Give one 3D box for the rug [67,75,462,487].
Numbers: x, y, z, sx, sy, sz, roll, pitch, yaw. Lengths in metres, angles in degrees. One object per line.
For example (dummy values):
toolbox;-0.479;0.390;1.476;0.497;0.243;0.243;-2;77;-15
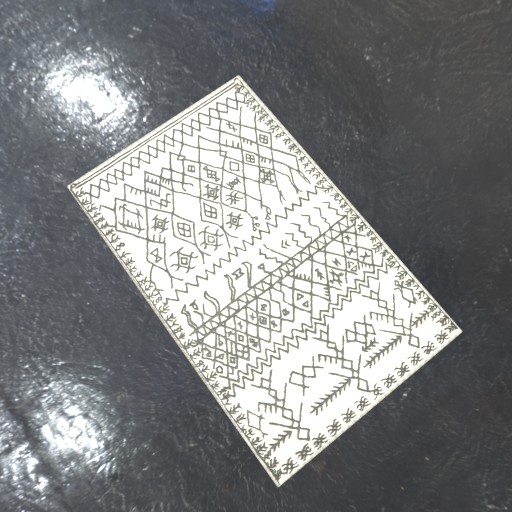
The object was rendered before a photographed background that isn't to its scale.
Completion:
rug;0.000;0.000;3.023;1.526;0.012;2.444;-36;78;-9
